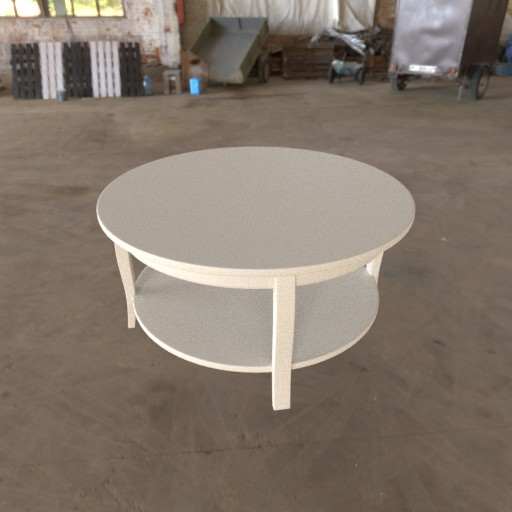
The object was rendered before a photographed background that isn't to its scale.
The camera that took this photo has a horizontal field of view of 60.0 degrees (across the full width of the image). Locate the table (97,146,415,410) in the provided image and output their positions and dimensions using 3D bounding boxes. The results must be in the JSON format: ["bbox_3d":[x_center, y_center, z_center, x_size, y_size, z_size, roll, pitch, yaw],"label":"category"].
[{"bbox_3d":[0.000,0.000,1.438,0.910,0.457,0.910,0,30,0],"label":"table"}]
